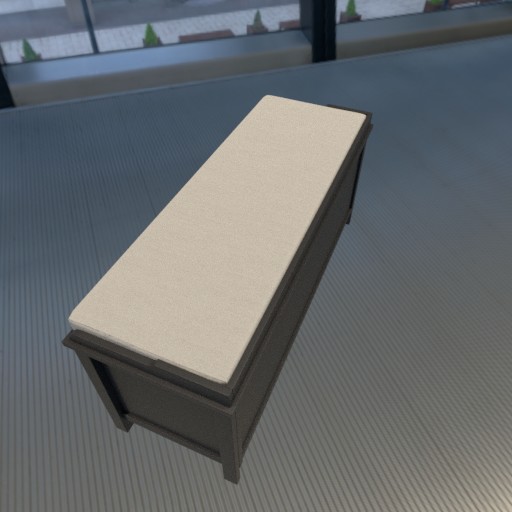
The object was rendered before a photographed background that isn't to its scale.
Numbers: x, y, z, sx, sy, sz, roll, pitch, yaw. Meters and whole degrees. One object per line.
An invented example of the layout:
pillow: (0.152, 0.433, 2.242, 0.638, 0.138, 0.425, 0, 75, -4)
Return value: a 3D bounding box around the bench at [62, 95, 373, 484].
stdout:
bench: (0.000, 0.000, 1.385, 0.398, 0.501, 1.140, 17, 49, 16)
